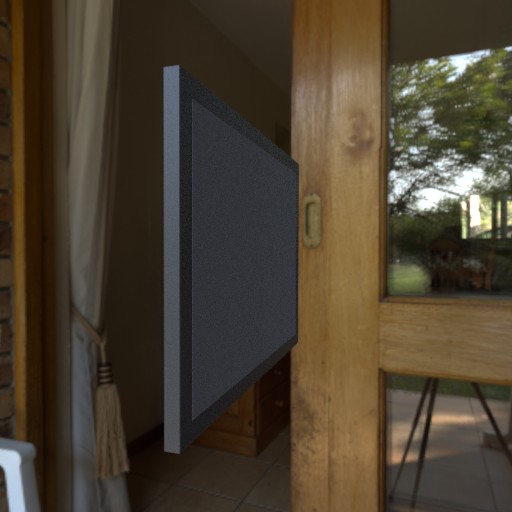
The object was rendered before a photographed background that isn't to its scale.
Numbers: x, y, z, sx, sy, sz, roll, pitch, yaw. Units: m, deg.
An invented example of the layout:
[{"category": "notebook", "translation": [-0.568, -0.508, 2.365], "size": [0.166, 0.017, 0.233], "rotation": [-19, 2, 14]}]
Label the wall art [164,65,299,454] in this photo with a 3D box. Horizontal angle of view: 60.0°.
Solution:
[{"category": "wall art", "translation": [0.000, 0.000, 0.556], "size": [0.016, 0.306, 0.432], "rotation": [0, 1, 18]}]
